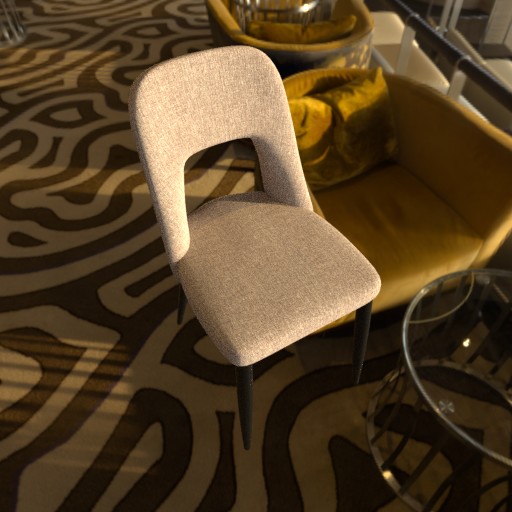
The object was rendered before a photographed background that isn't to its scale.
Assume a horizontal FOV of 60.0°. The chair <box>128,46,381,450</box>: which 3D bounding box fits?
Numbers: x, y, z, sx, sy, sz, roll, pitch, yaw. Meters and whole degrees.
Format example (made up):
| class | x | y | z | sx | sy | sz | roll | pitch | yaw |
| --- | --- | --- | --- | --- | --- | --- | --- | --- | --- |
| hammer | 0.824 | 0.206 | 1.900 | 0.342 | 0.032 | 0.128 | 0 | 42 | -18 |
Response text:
| class | x | y | z | sx | sy | sz | roll | pitch | yaw |
| --- | --- | --- | --- | --- | --- | --- | --- | --- | --- |
| chair | 0.000 | 0.000 | 1.248 | 0.470 | 0.931 | 0.612 | -23 | 51 | -21 |
